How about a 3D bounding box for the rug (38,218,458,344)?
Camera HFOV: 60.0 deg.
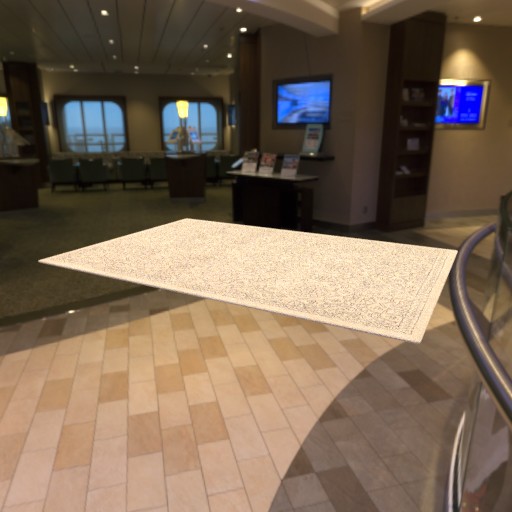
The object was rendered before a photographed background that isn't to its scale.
[{"bbox_3d":[0.000,0.000,2.311,1.829,0.010,1.219,9,18,27],"label":"rug"}]
